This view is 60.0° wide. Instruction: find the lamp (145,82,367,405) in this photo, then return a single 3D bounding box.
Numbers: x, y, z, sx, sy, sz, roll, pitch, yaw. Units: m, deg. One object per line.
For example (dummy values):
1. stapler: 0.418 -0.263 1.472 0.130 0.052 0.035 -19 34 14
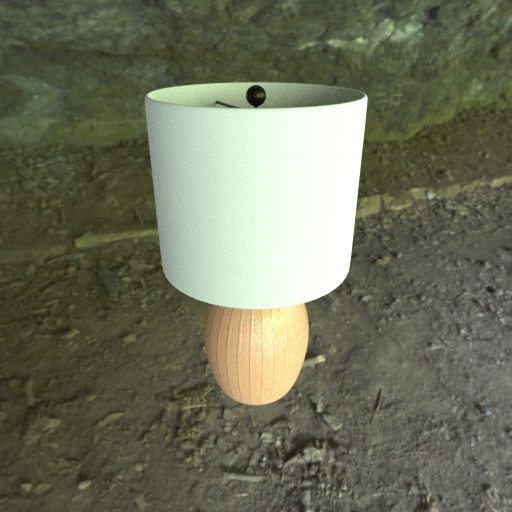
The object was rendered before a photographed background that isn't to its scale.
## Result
1. lamp: 0.000 0.000 0.789 0.329 0.570 0.329 0 26 0
